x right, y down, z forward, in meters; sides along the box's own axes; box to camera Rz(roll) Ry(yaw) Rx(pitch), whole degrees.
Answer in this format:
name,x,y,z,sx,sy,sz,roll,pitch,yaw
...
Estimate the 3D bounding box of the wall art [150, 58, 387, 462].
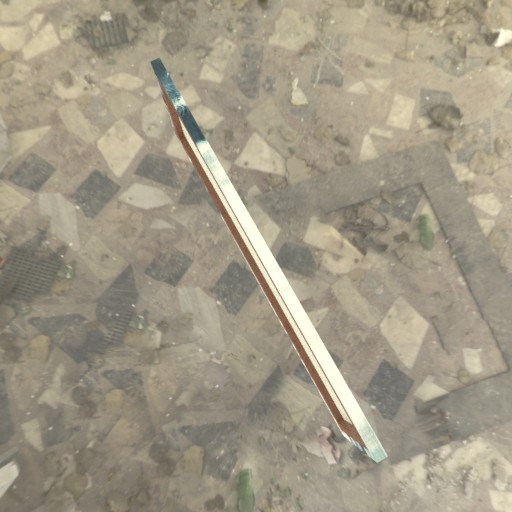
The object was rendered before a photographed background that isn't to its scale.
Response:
name,x,y,z,sx,sy,sz,roll,pitch,yaw
wall art,0.000,0.000,1.687,0.037,0.509,1.524,-28,78,-7
